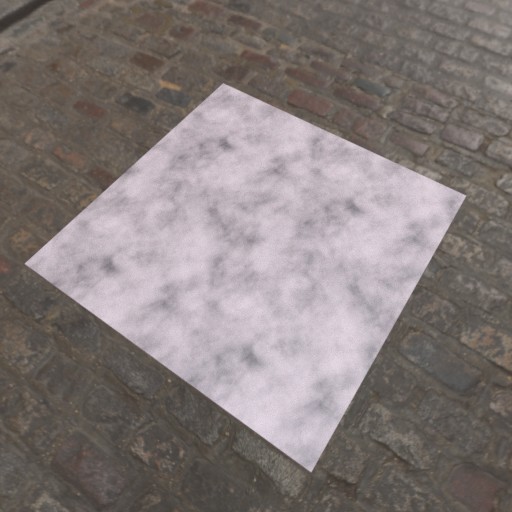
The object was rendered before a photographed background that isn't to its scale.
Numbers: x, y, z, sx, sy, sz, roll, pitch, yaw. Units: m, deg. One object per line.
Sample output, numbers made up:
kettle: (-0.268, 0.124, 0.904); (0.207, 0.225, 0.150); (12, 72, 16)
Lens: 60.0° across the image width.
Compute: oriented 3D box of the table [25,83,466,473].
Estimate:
table: (0.000, 0.000, 1.374); (0.890, 0.305, 0.890); (30, 64, 17)
